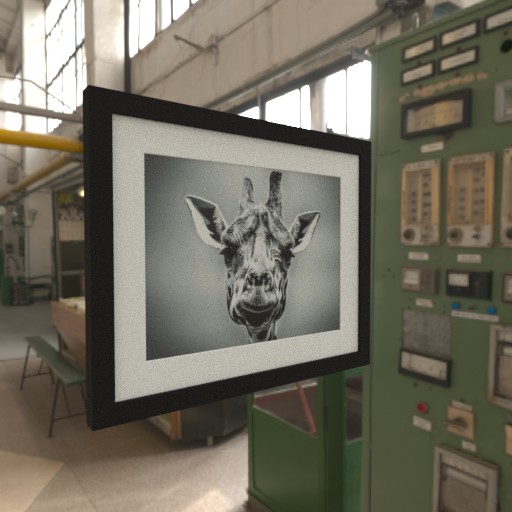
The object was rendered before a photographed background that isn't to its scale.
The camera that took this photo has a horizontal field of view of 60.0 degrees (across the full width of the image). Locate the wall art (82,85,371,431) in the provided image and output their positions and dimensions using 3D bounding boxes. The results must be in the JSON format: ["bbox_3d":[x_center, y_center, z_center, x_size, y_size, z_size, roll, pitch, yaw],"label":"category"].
[{"bbox_3d":[0.000,0.000,0.759,0.558,0.457,0.031,-1,2,-36],"label":"wall art"}]
